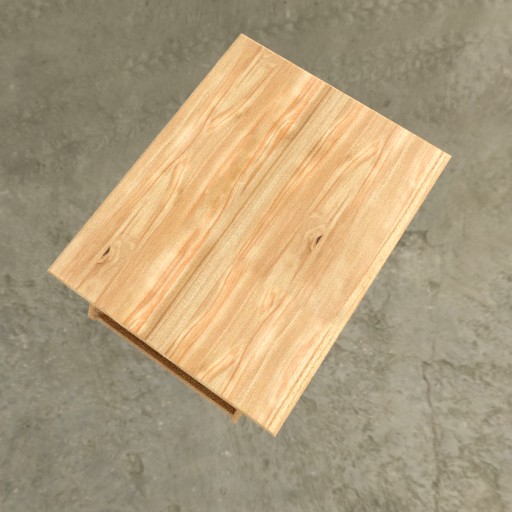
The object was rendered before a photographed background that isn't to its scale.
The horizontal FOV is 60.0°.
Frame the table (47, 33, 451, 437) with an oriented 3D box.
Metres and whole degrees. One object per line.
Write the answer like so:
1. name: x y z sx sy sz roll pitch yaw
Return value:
1. table: 0.000 0.000 0.880 0.380 0.515 0.530 34 78 8
